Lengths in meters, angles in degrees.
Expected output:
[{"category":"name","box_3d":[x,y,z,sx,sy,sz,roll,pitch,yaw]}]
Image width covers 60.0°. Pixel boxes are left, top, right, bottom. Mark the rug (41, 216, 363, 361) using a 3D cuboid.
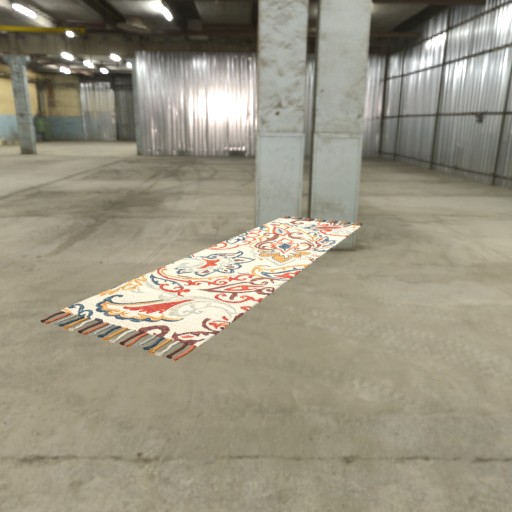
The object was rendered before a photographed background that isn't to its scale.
[{"category":"rug","box_3d":[0.000,0.000,2.908,0.763,0.015,2.682,8,18,26]}]
